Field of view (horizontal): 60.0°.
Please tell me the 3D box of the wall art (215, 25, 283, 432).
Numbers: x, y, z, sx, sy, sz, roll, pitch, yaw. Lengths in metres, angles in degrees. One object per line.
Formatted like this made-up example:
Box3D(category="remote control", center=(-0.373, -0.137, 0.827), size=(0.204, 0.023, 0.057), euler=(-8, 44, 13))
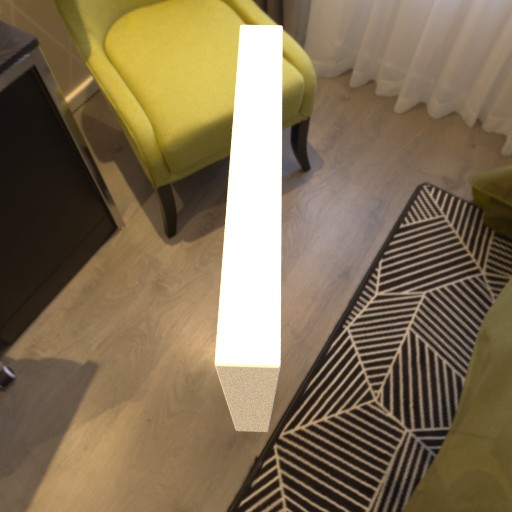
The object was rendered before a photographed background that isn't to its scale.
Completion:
Box3D(category="wall art", center=(0.000, 0.000, 0.457), size=(0.038, 0.305, 0.305), euler=(2, 62, 1))
